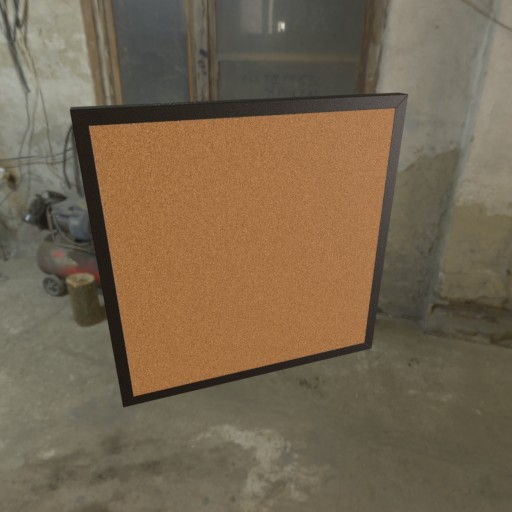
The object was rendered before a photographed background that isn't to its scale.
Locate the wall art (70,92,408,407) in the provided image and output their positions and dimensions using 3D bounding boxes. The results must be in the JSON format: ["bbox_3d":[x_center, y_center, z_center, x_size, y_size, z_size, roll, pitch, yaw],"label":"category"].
[{"bbox_3d":[0.000,0.000,1.143,0.765,0.765,0.038,-9,28,-17],"label":"wall art"}]
